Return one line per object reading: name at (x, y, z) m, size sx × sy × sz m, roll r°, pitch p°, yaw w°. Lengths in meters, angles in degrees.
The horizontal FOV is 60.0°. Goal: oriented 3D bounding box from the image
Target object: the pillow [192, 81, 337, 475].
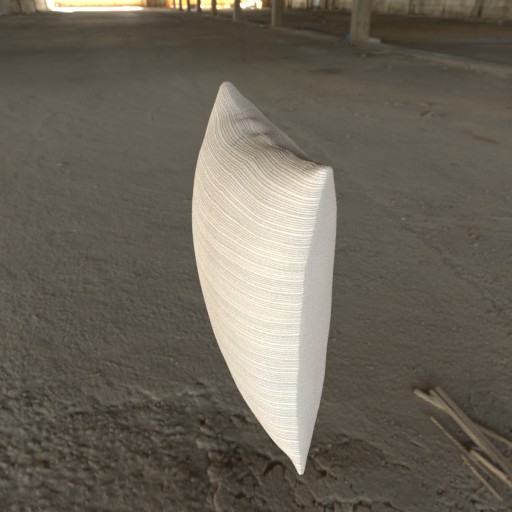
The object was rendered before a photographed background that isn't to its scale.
pillow at (0.000, 0.000, 0.770) m, size 0.204 × 0.497 × 0.512 m, roll -7°, pitch 31°, yaw -13°
